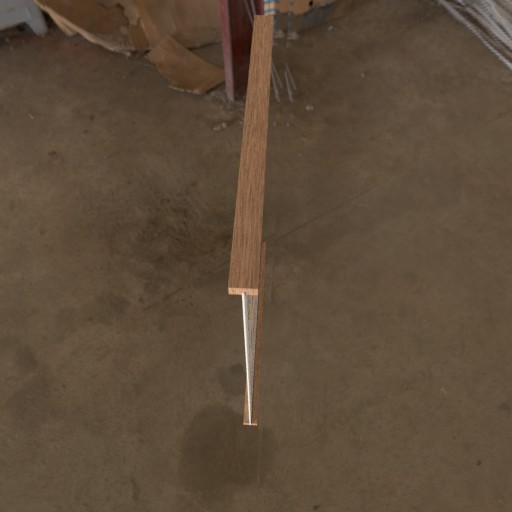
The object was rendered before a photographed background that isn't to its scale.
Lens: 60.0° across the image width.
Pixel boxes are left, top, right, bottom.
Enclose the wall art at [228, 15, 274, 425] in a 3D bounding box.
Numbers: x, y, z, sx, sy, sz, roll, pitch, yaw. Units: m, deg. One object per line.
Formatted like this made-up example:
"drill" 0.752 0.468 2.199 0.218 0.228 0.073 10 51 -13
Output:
"wall art" 0.000 0.000 0.789 0.028 0.609 0.456 3 58 2
